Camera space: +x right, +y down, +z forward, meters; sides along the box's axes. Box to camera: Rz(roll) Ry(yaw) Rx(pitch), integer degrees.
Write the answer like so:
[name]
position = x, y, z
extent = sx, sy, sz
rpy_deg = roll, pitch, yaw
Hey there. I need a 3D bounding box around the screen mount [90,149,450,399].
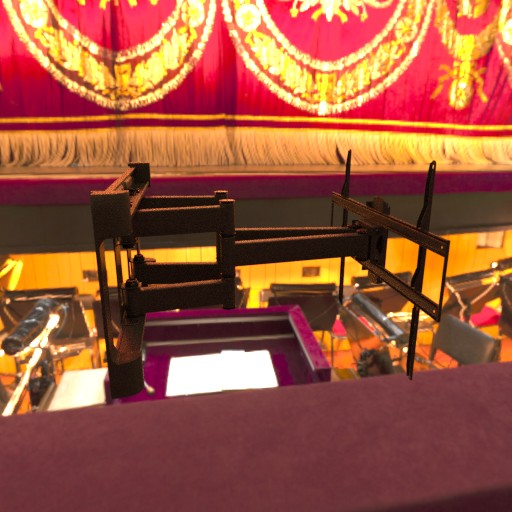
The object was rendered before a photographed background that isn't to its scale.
[screen mount]
position = 0.000, 0.000, 1.102
extent = 0.644, 0.491, 0.661
rpy_deg = -3, 17, -9
